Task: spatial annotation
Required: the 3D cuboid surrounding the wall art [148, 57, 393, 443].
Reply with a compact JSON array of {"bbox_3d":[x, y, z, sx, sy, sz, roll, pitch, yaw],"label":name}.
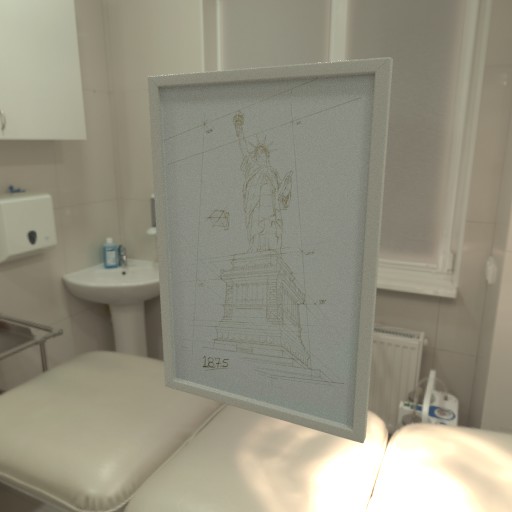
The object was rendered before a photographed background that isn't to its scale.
[{"bbox_3d":[0.000,0.000,1.503,0.808,1.183,0.038,7,16,25],"label":"wall art"}]
